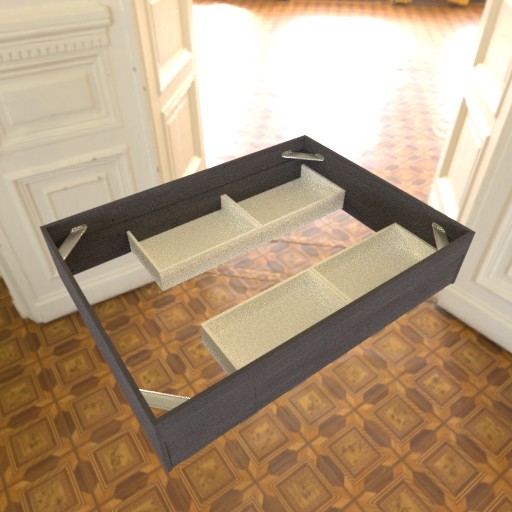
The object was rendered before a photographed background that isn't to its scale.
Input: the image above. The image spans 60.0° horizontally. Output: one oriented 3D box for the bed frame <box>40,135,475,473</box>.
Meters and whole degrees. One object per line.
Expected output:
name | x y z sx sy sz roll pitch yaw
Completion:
bed frame | 0.000 0.000 2.594 1.944 0.459 1.448 -25 47 -26
